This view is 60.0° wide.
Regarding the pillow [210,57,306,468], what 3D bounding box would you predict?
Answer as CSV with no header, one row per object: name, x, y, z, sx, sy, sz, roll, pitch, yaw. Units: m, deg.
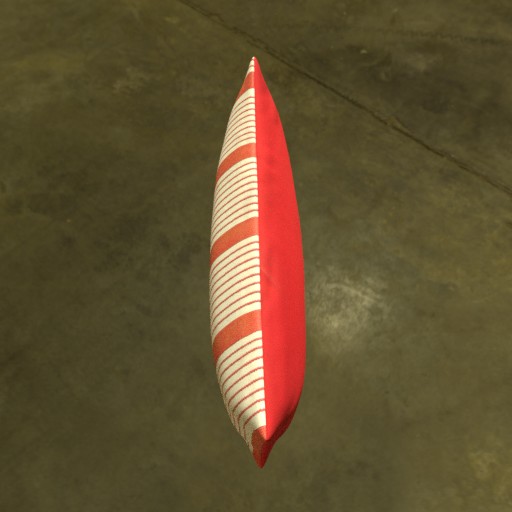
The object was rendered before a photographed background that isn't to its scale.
pillow,0.000,0.000,0.726,0.151,0.297,0.608,-1,60,-1
